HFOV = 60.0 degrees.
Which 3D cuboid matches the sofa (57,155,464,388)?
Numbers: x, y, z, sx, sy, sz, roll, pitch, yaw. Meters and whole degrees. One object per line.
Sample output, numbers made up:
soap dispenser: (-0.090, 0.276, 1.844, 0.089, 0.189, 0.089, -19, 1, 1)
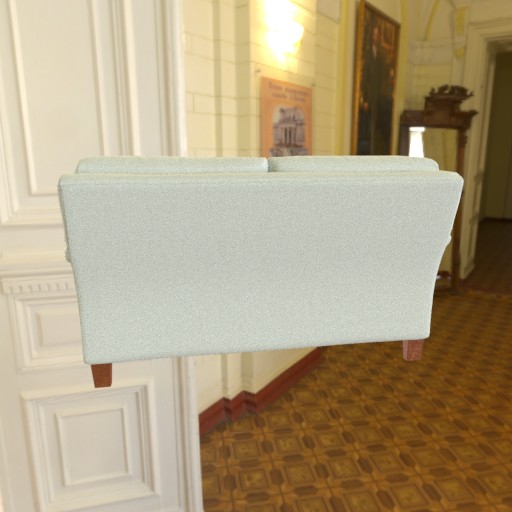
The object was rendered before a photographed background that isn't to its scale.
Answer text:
sofa: (0.000, 0.000, 2.492, 1.853, 1.101, 1.084, -2, 13, -10)
